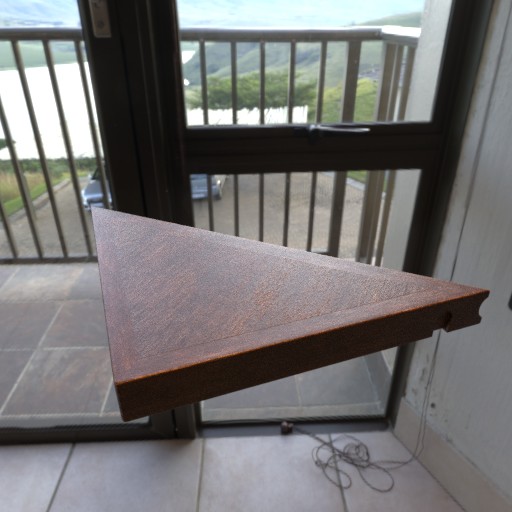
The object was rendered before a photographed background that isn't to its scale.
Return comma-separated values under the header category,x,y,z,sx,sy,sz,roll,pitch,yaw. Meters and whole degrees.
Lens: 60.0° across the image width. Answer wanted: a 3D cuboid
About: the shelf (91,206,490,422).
category,x,y,z,sx,sy,sz,roll,pitch,yaw
shelf,0.000,0.000,0.444,0.296,0.035,0.296,-10,31,-18
